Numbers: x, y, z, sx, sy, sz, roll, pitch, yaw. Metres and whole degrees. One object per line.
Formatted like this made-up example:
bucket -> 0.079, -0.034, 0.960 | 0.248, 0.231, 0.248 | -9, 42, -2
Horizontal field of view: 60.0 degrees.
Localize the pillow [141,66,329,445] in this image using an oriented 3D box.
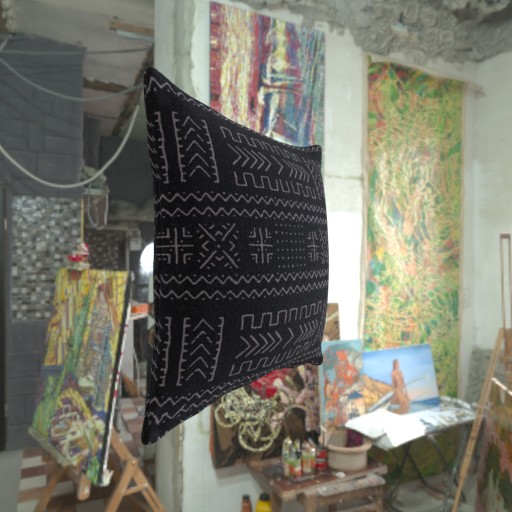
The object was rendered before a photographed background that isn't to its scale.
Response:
pillow -> 0.000, 0.000, 0.676 | 0.164, 0.430, 0.438 | 0, 0, 35
